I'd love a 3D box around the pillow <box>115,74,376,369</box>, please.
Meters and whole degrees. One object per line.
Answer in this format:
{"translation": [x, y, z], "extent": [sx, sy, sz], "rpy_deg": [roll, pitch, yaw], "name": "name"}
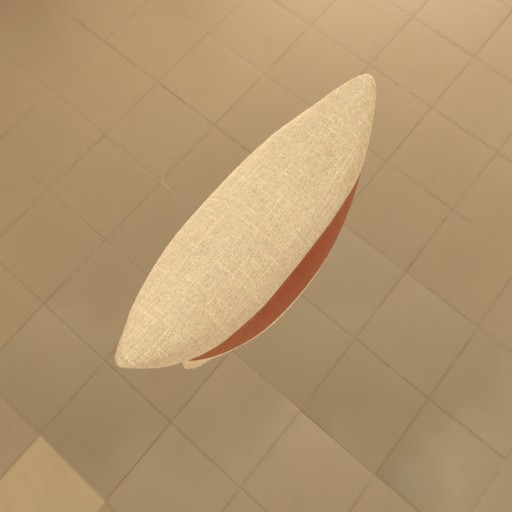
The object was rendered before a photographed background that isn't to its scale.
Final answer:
{"translation": [0.000, 0.000, 0.651], "extent": [0.173, 0.399, 0.414], "rpy_deg": [39, 78, 9], "name": "pillow"}
